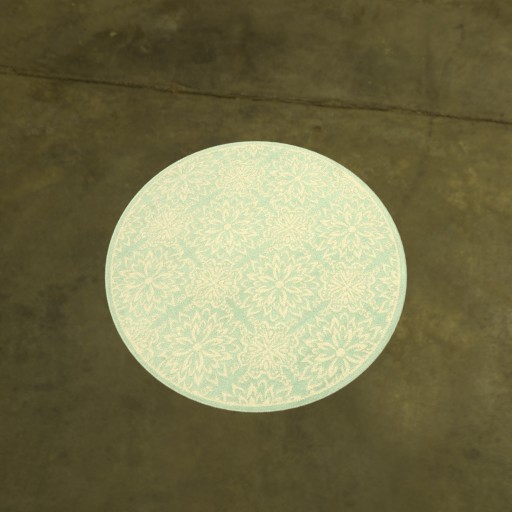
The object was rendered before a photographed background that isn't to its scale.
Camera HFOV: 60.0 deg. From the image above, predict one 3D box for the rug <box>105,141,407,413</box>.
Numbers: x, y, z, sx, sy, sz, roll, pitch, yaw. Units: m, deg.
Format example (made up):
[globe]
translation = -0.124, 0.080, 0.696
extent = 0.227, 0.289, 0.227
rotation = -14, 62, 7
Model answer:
[rug]
translation = 0.000, 0.000, 2.367
extent = 1.593, 0.012, 1.593
rotation = 0, 63, 0
